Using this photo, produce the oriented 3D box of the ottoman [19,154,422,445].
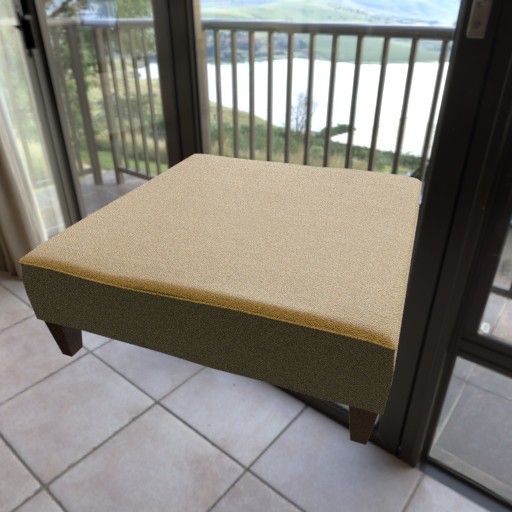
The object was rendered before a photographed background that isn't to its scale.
[{"bbox_3d":[0.000,0.000,1.484,0.968,0.379,1.004,11,31,18],"label":"ottoman"}]
